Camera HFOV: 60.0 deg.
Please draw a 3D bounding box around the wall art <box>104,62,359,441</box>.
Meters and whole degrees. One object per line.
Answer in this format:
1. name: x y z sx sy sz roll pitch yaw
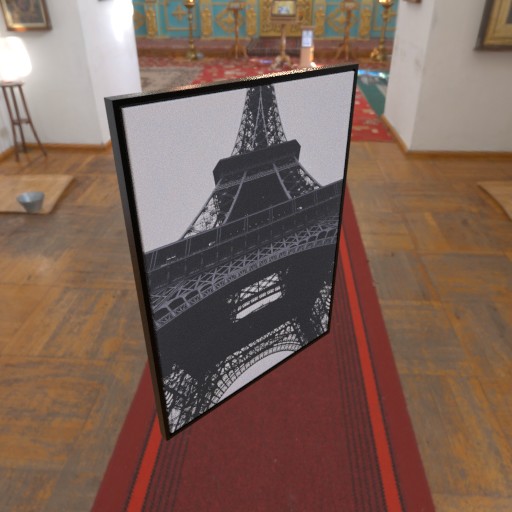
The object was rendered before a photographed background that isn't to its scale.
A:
1. wall art: 0.000 0.000 1.403 0.805 1.062 0.040 -24 38 -35
